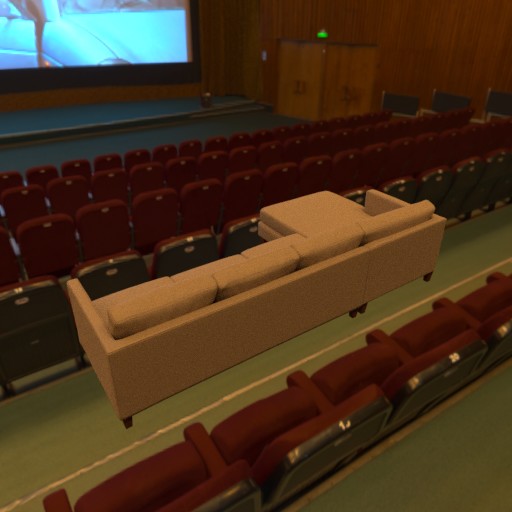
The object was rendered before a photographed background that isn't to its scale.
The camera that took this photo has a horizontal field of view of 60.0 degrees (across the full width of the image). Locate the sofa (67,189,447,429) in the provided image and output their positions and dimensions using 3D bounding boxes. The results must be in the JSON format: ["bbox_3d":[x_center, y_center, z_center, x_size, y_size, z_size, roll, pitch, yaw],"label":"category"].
[{"bbox_3d":[0.000,0.000,4.000,3.186,0.846,1.625,-19,35,-29],"label":"sofa"}]
